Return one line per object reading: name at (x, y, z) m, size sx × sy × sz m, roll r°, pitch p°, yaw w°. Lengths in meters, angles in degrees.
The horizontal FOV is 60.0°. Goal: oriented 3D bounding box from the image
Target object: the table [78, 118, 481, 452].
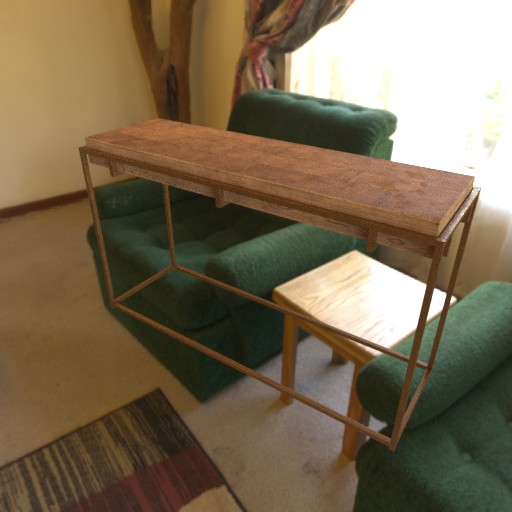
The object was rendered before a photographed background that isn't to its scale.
table at (0.000, 0.000, 1.751) m, size 1.400 × 0.820 × 0.440 m, roll 19°, pitch 35°, yaw 29°
